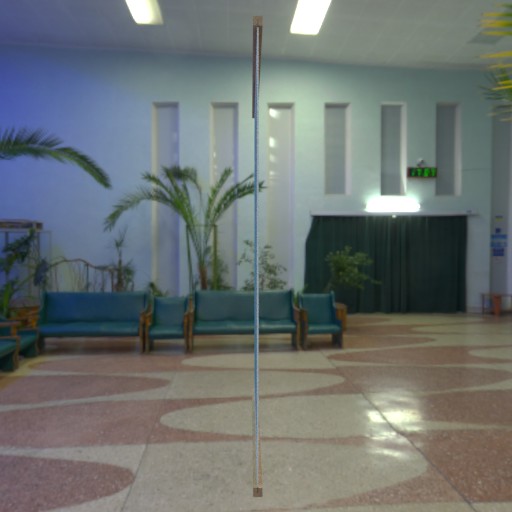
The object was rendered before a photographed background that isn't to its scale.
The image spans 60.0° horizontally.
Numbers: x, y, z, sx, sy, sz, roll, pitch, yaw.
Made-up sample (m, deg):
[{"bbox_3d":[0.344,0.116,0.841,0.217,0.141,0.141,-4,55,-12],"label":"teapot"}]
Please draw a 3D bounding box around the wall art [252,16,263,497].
[{"bbox_3d":[0.000,0.000,1.895,0.030,1.519,0.990,0,1,-1],"label":"wall art"}]
